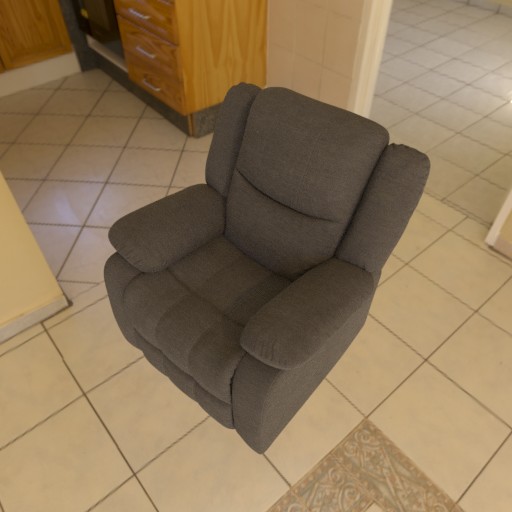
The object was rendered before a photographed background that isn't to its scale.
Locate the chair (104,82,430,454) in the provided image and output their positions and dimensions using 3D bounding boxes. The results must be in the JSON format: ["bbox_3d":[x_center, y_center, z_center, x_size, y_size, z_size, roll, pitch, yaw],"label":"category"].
[{"bbox_3d":[0.000,0.000,1.714,0.899,1.008,0.944,31,54,26],"label":"chair"}]
